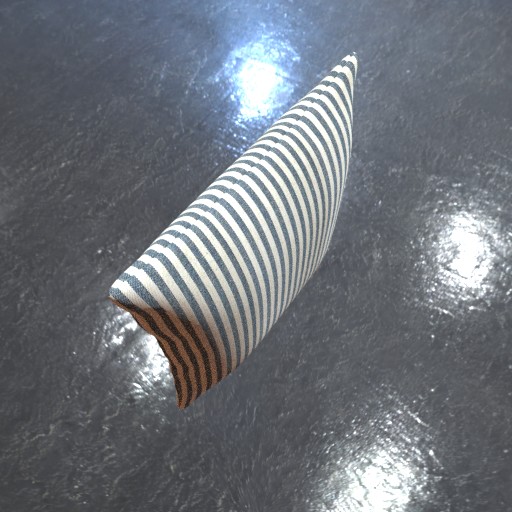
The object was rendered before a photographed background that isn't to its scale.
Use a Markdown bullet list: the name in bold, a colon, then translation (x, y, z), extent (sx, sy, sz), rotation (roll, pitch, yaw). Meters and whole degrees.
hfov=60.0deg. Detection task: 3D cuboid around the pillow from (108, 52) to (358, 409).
- **pillow**: translation (0.000, 0.000, 0.788), extent (0.166, 0.510, 0.523), rotation (33, 65, 18)
